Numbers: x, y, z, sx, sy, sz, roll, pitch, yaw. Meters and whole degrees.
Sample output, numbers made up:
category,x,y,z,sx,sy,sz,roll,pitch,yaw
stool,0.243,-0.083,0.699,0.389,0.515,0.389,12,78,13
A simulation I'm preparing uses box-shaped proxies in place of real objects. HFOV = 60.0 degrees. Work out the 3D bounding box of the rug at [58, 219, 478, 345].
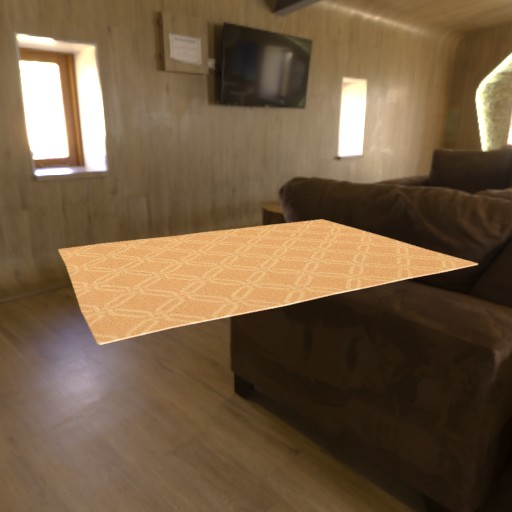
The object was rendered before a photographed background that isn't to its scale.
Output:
category,x,y,z,sx,sy,sz,roll,pitch,yaw
rug,0.000,0.000,2.727,2.135,0.013,1.524,-8,18,-27
